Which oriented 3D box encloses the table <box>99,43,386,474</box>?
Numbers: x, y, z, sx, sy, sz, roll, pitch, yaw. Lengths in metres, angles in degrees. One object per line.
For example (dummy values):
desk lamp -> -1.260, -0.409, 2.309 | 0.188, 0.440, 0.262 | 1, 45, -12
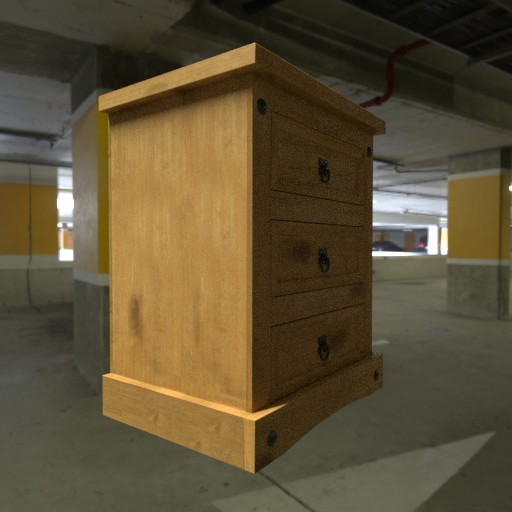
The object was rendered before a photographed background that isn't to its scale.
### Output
table -> 0.000, 0.000, 1.244 | 0.500, 0.813, 0.660 | 1, 2, 37
